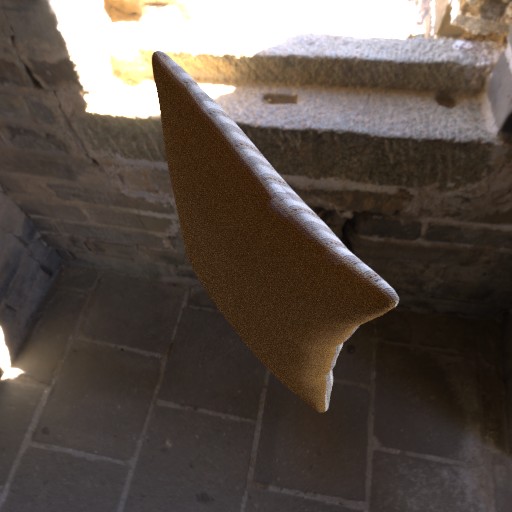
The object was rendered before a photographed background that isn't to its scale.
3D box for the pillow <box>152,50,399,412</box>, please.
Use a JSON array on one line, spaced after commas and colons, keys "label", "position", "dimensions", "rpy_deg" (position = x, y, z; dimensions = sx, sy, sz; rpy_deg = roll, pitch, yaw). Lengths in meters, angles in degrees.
[{"label": "pillow", "position": [0.000, 0.000, 0.651], "dimensions": [0.147, 0.437, 0.432], "rpy_deg": [-32, 63, -18]}]
